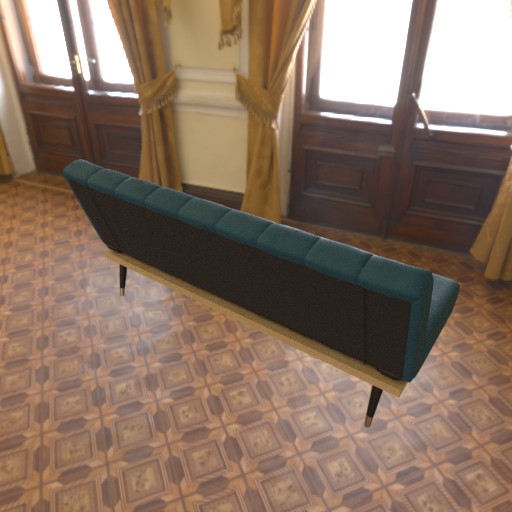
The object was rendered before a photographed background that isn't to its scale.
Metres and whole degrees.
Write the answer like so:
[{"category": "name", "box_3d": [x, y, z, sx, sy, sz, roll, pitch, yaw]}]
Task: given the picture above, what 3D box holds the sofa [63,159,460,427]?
[{"category": "sofa", "box_3d": [0.000, 0.000, 2.237, 1.810, 0.825, 0.830, 21, 37, 30]}]
